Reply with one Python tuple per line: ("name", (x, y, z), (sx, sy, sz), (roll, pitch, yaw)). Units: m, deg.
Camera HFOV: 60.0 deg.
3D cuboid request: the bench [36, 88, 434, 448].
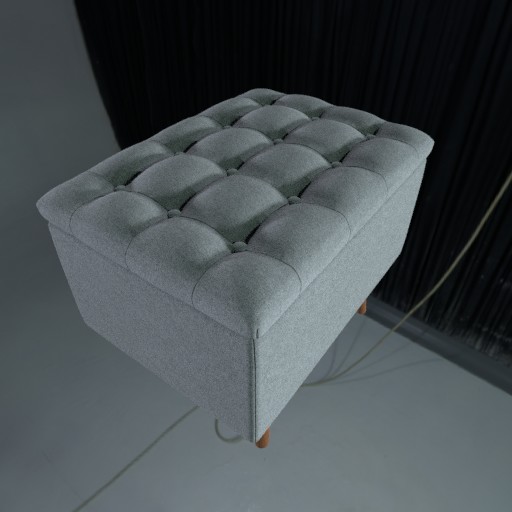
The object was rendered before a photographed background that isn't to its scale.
("bench", (0.000, 0.000, 0.870), (0.417, 0.469, 0.572), (26, 47, 27))
